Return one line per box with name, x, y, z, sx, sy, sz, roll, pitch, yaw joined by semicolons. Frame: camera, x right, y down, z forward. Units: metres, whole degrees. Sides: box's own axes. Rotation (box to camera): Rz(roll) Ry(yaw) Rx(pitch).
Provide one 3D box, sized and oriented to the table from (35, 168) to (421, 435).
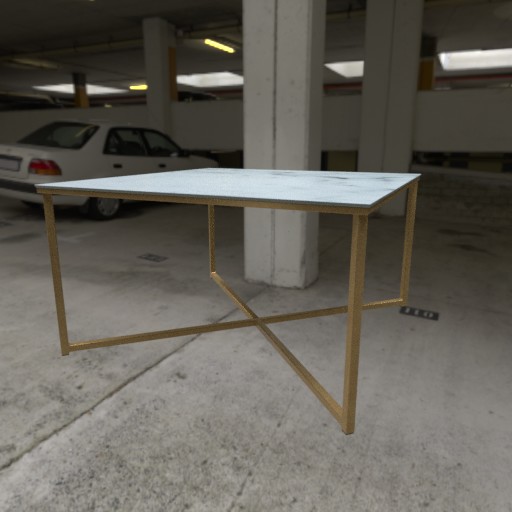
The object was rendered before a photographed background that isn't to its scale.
table;0.000;0.000;1.304;0.800;0.450;0.800;7;16;25
